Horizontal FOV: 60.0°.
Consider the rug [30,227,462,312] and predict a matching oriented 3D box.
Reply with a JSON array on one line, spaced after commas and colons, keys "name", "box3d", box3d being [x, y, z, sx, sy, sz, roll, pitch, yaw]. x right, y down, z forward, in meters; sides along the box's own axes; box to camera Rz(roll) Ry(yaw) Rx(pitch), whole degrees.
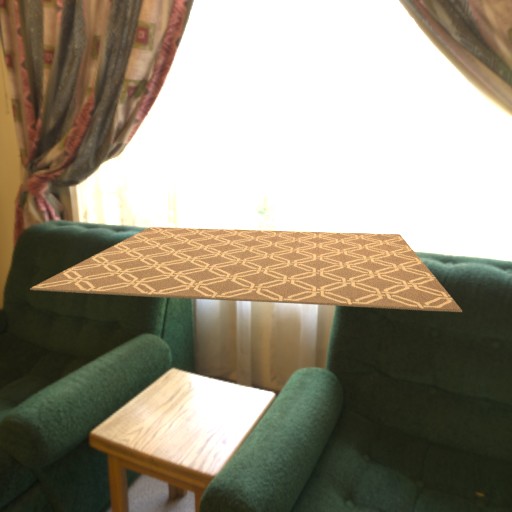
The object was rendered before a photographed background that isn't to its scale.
[{"name": "rug", "box3d": [0.000, 0.000, 4.015, 2.895, 0.018, 2.288, 2, 15, 8]}]
